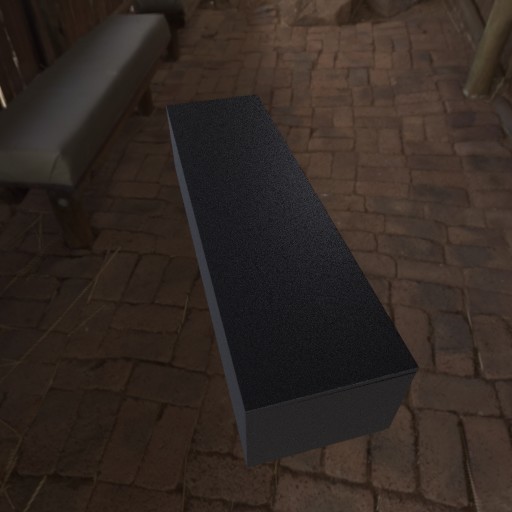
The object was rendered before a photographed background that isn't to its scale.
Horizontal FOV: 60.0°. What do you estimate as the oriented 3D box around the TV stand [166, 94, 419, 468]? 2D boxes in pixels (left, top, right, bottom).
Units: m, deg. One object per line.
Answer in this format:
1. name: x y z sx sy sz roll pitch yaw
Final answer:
1. TV stand: 0.000 0.000 1.520 0.390 0.518 1.312 -11 46 -10
